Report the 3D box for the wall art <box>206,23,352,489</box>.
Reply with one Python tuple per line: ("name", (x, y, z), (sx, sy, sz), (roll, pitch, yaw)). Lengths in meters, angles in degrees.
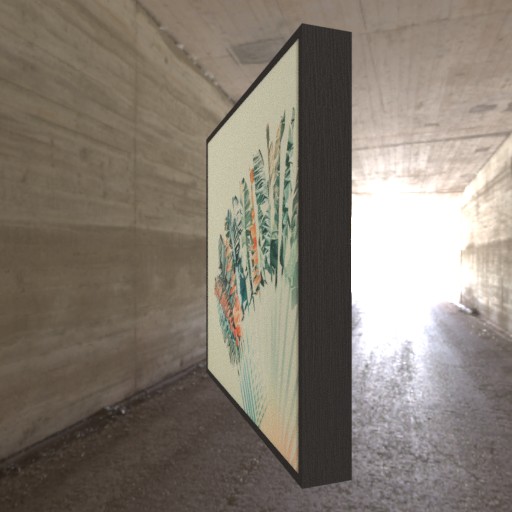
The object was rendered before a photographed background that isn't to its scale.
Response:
("wall art", (0.000, 0.000, 0.435), (0.036, 0.300, 0.302), (0, 0, -18))
